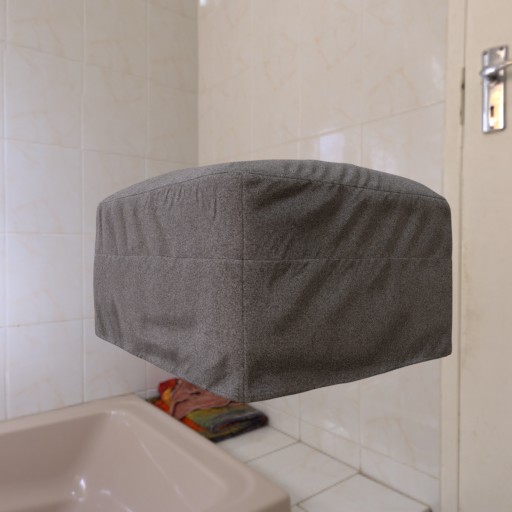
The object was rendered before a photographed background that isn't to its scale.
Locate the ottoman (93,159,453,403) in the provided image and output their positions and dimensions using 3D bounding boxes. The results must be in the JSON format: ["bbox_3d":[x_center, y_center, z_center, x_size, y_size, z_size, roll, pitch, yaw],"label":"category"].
[{"bbox_3d":[0.000,0.000,1.235,0.683,0.481,0.837,-1,2,-37],"label":"ottoman"}]
